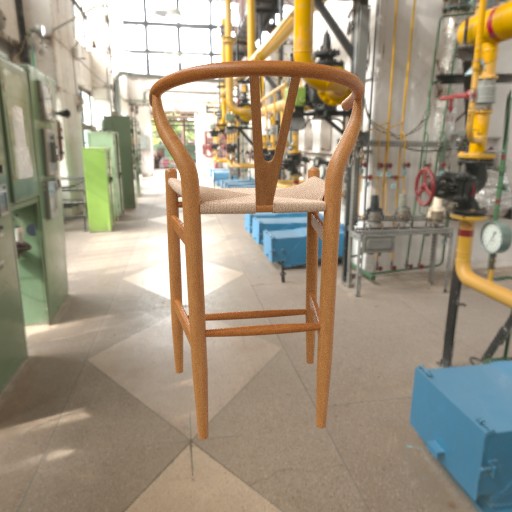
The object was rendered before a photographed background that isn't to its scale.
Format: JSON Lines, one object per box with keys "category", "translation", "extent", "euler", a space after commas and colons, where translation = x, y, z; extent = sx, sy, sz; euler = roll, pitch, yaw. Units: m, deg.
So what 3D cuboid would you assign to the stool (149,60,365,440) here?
{"category": "stool", "translation": [0.000, 0.000, 1.301], "extent": [0.569, 0.970, 0.579], "euler": [-2, 14, -8]}
